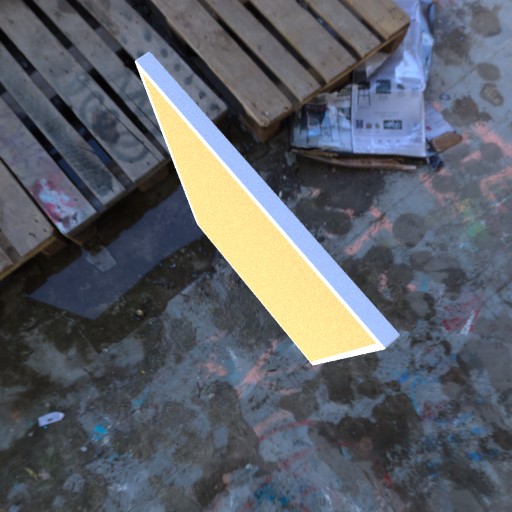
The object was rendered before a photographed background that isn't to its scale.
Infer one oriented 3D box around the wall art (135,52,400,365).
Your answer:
[{"bbox_3d":[0.000,0.000,1.611,0.046,1.221,0.914,-38,78,-10],"label":"wall art"}]
